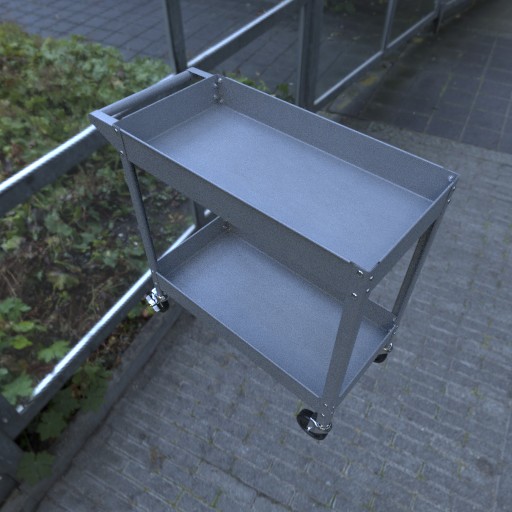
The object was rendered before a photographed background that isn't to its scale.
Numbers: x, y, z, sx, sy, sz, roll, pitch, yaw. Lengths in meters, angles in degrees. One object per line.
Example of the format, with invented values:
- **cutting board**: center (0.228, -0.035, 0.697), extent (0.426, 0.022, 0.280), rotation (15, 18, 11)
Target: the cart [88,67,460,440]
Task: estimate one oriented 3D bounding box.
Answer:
- **cart**: center (0.000, 0.000, 1.205), extent (0.779, 0.719, 0.366), rotation (33, 55, 27)
